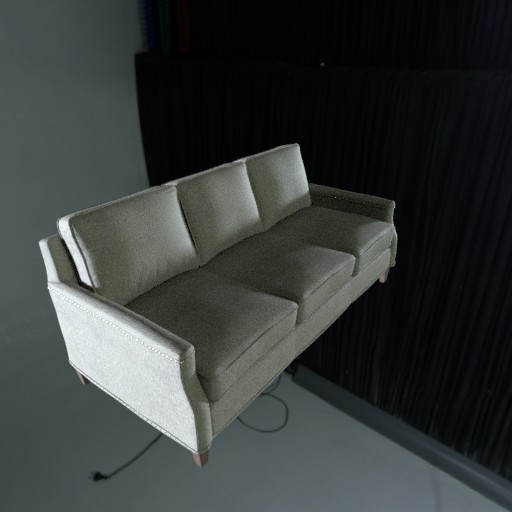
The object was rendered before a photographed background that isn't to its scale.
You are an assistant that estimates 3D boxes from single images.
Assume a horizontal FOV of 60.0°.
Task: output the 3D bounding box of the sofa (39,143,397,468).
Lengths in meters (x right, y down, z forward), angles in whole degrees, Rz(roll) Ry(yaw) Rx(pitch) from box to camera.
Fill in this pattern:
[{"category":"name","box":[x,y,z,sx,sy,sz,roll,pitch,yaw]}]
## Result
[{"category":"sofa","box":[0.000,0.000,2.814,1.084,1.003,2.246,18,32,32]}]
